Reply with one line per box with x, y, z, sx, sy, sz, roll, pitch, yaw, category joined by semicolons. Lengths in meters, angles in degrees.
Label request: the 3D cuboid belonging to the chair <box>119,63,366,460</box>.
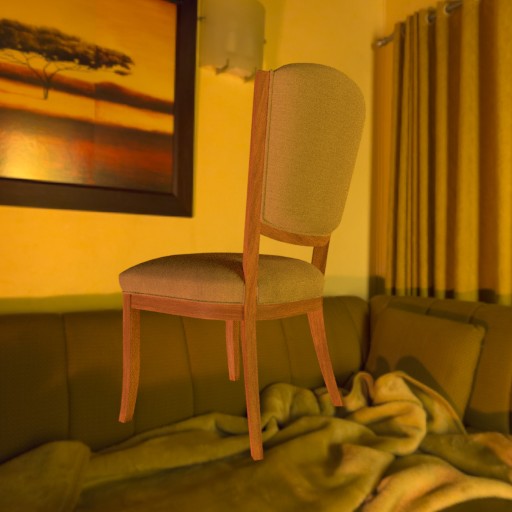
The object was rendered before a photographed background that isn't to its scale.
0.000;0.000;1.261;0.584;0.905;0.513;0;0;35;chair
